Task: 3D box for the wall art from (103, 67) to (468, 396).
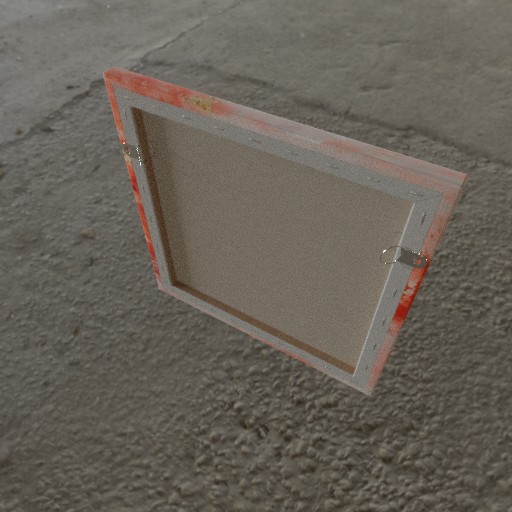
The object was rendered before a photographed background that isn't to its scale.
[{"bbox_3d":[0.000,0.000,1.088,0.747,0.746,0.064,24,52,20],"label":"wall art"}]
